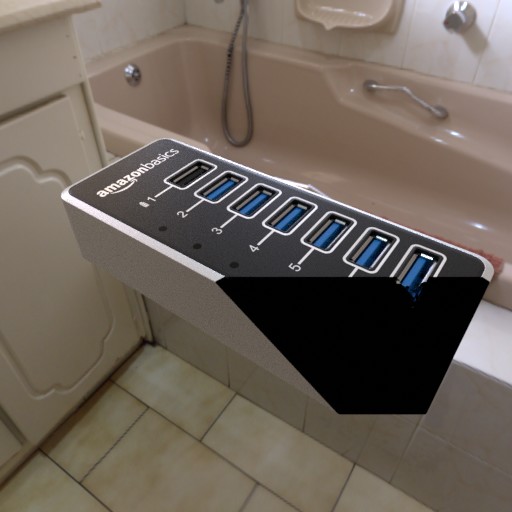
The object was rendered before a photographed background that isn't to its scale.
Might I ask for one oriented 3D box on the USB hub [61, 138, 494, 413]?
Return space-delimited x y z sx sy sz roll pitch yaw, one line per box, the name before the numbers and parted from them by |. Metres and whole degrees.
USB hub | 0.000 0.000 0.122 0.110 0.023 0.044 26 48 26
